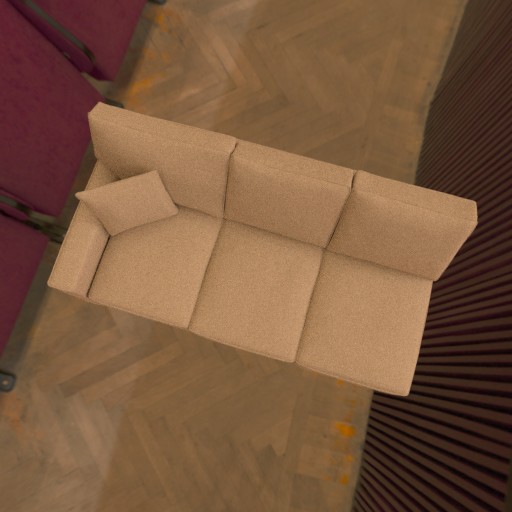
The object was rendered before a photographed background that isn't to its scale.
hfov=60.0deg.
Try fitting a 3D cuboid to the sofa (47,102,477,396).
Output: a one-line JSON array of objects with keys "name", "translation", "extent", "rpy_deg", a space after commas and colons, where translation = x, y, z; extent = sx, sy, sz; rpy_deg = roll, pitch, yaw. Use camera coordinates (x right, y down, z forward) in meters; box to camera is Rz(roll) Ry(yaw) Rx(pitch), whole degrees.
[{"name": "sofa", "translation": [0.000, 0.000, 2.472], "extent": [1.962, 0.946, 1.034], "rpy_deg": [16, 77, 4]}]
